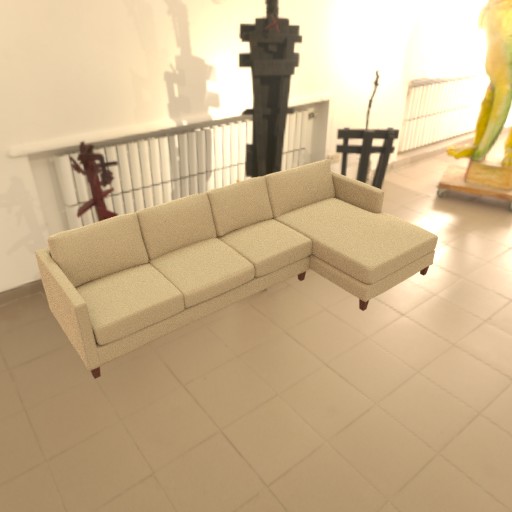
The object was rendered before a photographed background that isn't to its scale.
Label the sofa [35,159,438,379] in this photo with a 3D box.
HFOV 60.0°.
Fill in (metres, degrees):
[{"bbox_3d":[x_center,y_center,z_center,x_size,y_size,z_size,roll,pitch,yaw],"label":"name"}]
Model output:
[{"bbox_3d":[0.000,0.000,3.894,3.186,0.861,1.625,-22,37,-32],"label":"sofa"}]
